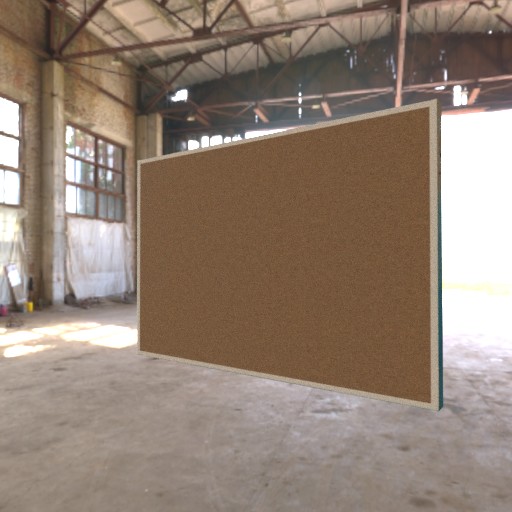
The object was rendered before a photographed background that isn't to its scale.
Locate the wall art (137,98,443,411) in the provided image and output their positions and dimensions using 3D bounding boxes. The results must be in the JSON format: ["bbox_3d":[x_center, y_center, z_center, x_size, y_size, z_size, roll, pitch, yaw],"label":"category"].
[{"bbox_3d":[0.000,0.000,1.437,1.136,0.769,0.040,-1,-1,36],"label":"wall art"}]
